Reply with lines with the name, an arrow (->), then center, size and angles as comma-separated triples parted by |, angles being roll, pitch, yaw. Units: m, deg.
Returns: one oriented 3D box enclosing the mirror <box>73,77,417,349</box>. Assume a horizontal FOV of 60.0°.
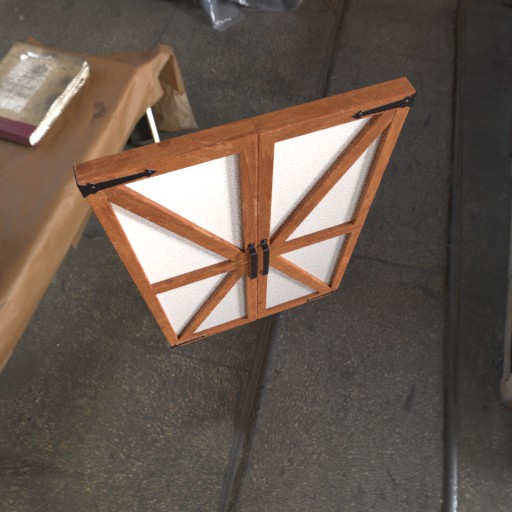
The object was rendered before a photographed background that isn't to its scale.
mirror -> 0.000, 0.000, 0.969 | 0.517, 0.761, 0.053 | -18, 63, -9
